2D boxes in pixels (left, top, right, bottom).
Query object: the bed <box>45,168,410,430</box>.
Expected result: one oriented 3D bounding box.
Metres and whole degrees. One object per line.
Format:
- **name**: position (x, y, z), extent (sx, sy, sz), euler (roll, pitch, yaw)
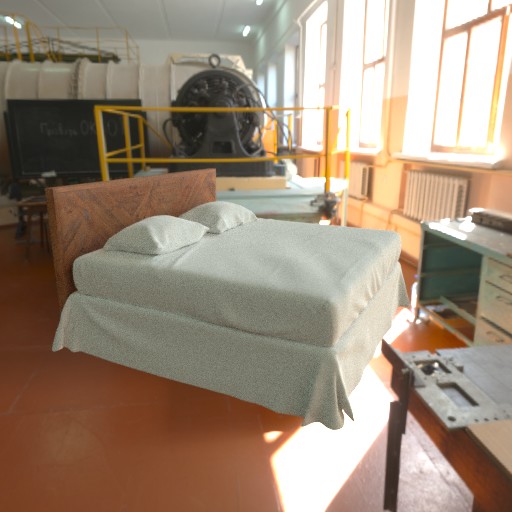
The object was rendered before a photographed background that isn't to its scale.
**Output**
- **bed**: position (0.000, 0.000, 3.495), extent (2.165, 1.158, 2.255), euler (8, 17, 26)
